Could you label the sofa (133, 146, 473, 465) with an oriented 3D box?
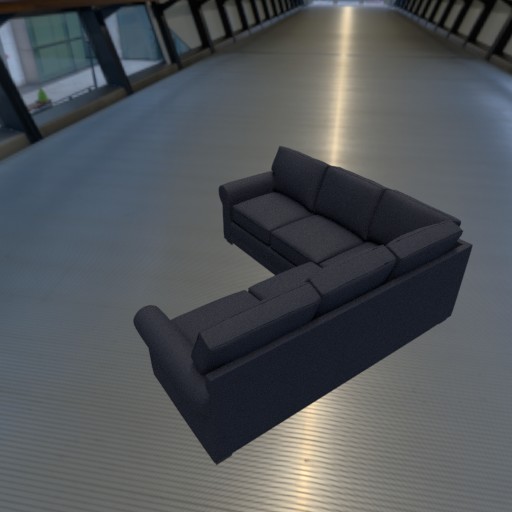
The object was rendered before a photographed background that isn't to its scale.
[{"bbox_3d":[0.000,0.000,3.962,2.562,1.042,2.487,-21,38,-29],"label":"sofa"}]
